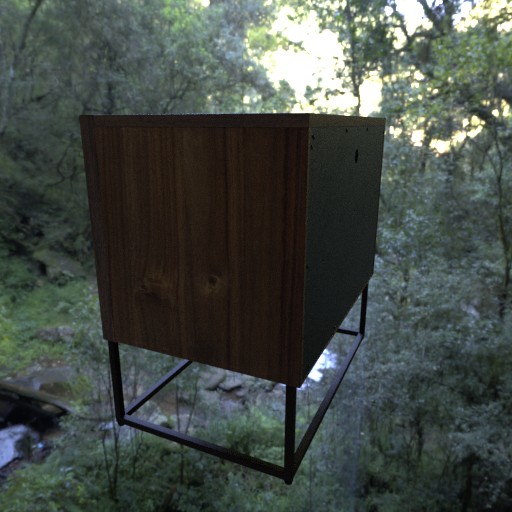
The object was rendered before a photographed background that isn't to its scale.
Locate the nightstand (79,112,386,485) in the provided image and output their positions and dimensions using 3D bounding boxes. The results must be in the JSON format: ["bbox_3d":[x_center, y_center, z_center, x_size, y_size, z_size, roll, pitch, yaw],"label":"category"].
[{"bbox_3d":[0.000,0.000,1.018,0.437,0.610,0.610,8,18,24],"label":"nightstand"}]
